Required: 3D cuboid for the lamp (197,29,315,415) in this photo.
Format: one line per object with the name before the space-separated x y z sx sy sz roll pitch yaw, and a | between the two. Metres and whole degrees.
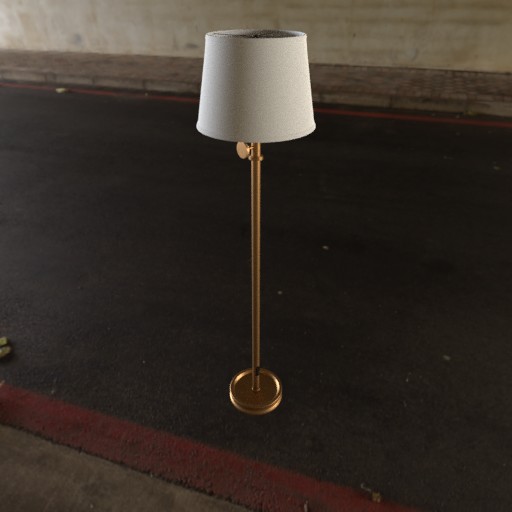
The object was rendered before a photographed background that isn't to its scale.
lamp | 0.000 0.000 0.789 0.178 0.710 0.178 0 31 0
